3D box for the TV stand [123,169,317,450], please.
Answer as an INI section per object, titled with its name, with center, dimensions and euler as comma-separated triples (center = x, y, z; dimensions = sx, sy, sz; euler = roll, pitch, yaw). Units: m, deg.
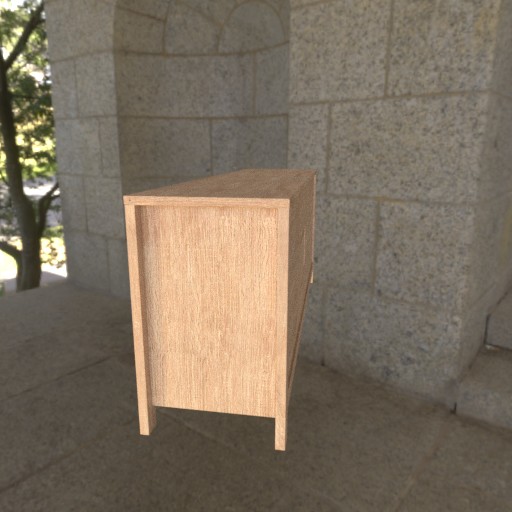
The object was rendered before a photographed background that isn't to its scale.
[TV stand]
center = 0.000, 0.000, 1.738
dimensions = 0.398, 0.610, 1.466
euler = 2, 14, 10
